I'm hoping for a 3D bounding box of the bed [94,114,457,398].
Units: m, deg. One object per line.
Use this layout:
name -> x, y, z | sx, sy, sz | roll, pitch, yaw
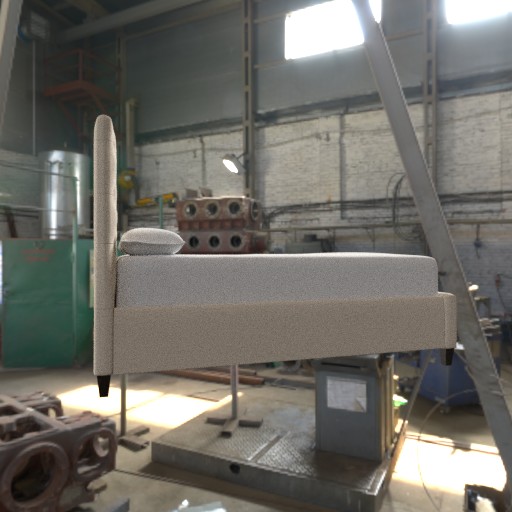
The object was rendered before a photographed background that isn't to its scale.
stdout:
bed -> 0.000, 0.000, 3.341 | 2.233, 1.426, 1.696 | 0, 0, -18
